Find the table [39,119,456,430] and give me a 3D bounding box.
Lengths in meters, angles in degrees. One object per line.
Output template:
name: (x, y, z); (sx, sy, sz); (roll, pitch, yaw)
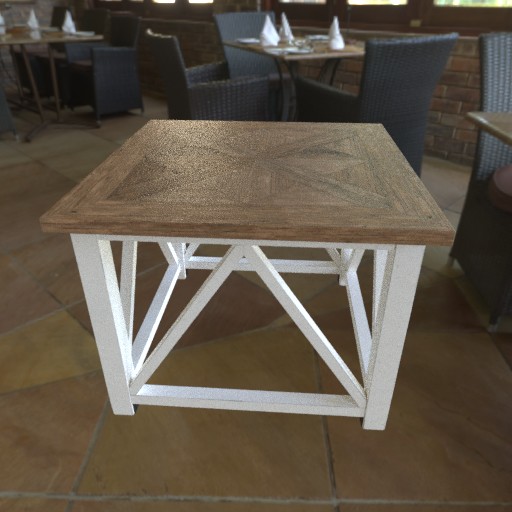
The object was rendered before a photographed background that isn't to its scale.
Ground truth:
table: (0.000, 0.000, 1.175); (0.700, 0.532, 0.700); (2, 31, 4)
